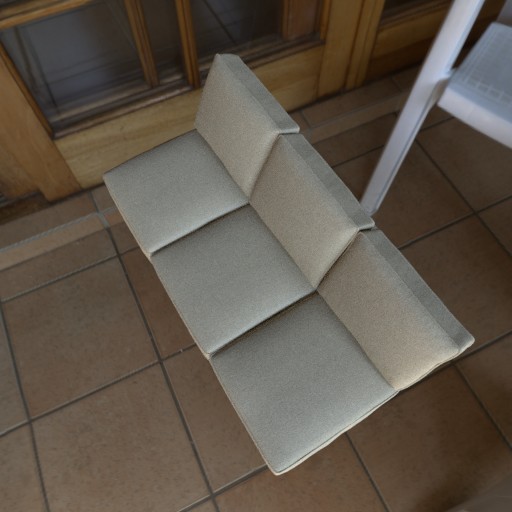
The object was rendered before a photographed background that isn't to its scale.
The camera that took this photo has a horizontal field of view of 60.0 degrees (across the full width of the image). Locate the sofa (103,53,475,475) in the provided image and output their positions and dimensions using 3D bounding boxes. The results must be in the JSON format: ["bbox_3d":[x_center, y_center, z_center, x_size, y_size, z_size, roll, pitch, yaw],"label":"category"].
[{"bbox_3d":[0.000,0.000,2.423,1.027,0.973,1.962,-29,67,-13],"label":"sofa"}]
